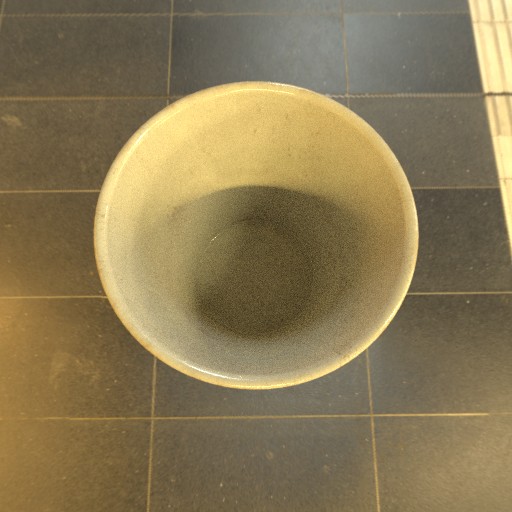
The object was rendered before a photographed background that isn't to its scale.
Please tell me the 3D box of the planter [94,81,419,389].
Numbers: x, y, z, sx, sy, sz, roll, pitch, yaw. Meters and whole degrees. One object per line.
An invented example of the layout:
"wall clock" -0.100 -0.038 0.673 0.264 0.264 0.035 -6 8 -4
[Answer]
"planter" 0.000 0.000 0.342 0.193 0.165 0.193 0 75 0
